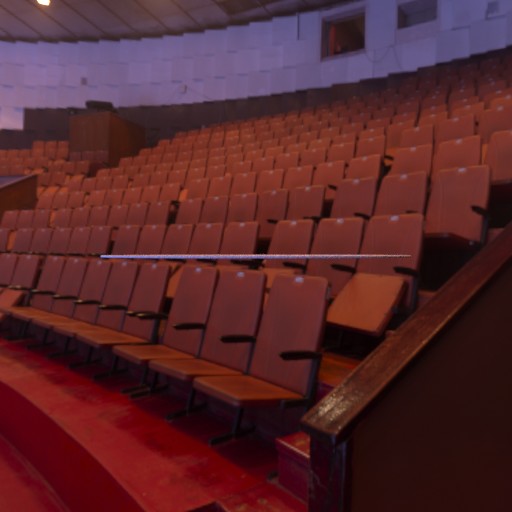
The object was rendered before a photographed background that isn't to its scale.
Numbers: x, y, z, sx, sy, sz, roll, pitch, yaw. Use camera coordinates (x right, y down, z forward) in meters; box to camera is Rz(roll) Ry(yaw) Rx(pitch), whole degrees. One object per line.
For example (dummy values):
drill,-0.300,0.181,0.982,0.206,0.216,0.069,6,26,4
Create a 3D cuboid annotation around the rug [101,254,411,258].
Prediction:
rug,0.000,0.000,3.597,2.382,0.014,2.382,0,0,0
